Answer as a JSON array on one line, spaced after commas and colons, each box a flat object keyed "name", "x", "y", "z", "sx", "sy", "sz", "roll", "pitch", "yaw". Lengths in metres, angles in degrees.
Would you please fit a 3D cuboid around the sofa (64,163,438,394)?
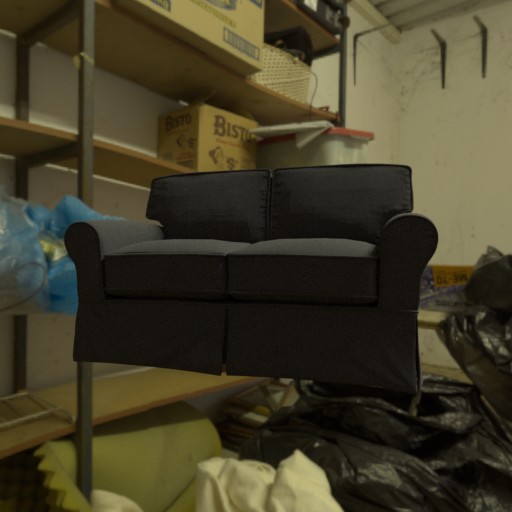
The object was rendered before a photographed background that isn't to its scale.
[{"name": "sofa", "x": 0.000, "y": 0.000, "z": 2.421, "sx": 1.801, "sy": 1.059, "sz": 0.997, "roll": 0, "pitch": 1, "yaw": 17}]
